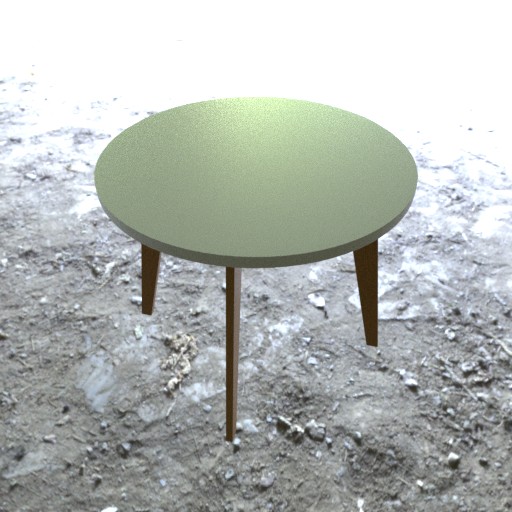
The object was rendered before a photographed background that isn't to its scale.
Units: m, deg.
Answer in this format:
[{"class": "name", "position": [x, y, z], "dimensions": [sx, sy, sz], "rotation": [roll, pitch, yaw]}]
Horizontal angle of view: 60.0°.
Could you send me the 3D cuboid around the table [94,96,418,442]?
[{"class": "table", "position": [0.000, 0.000, 1.518], "dimensions": [0.896, 0.762, 0.896], "rotation": [0, 41, 0]}]
